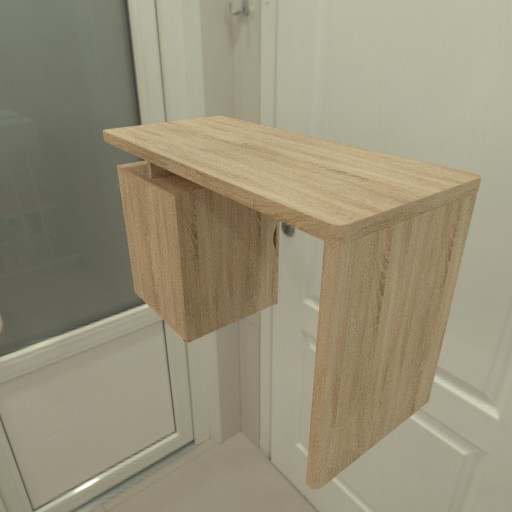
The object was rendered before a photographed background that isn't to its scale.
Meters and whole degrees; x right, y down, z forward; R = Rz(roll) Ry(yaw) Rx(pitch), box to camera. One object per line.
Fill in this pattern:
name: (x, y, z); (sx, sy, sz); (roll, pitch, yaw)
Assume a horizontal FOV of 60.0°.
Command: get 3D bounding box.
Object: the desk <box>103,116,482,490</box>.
desk: (0.000, 0.000, 1.571); (0.550, 0.760, 1.200); (-19, 32, -34)
